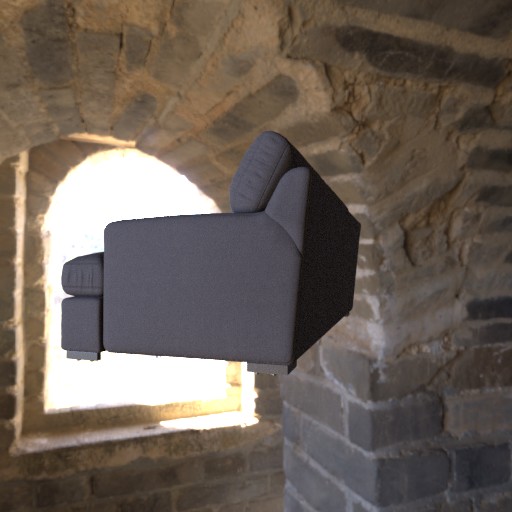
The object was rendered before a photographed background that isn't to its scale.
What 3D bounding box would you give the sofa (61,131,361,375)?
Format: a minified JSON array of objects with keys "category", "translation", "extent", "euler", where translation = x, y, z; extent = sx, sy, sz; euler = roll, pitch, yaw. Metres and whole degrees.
[{"category":"sofa","translation":[0.000,0.000,2.818],"extent":[1.140,0.950,2.271],"euler":[0,-1,18]}]
